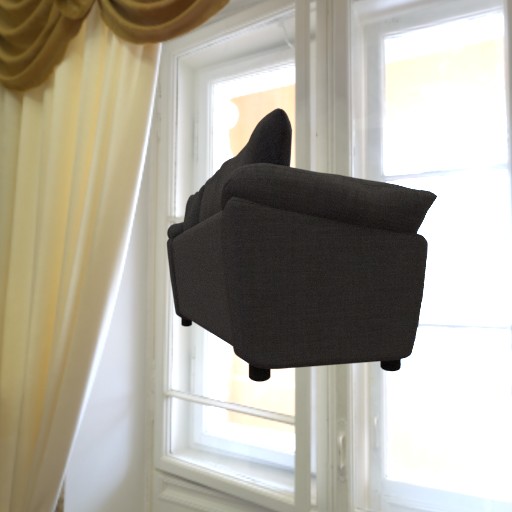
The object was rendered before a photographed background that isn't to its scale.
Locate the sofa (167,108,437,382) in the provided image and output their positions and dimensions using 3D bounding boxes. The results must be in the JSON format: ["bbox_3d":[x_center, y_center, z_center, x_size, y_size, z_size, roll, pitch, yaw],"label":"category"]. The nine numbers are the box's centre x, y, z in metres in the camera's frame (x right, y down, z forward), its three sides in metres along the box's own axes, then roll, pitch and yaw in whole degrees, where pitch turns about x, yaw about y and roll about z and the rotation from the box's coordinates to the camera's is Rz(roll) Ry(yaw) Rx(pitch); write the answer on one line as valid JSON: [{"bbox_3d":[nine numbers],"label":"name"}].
[{"bbox_3d":[0.000,0.000,2.804,0.883,1.080,2.336,1,-2,-18],"label":"sofa"}]
